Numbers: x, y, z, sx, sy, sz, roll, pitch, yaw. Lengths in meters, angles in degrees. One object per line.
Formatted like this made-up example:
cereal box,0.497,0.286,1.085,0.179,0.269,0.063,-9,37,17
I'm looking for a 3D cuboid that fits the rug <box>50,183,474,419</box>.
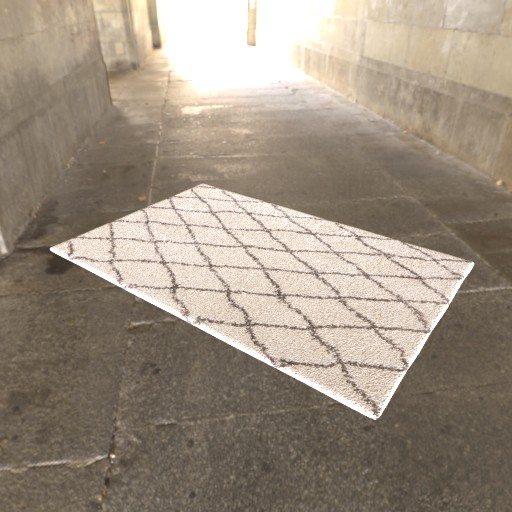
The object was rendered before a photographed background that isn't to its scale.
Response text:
rug,0.000,0.000,3.398,2.743,0.030,1.778,21,36,31
